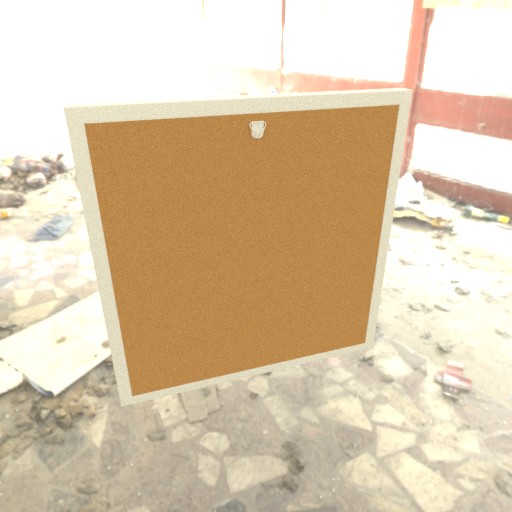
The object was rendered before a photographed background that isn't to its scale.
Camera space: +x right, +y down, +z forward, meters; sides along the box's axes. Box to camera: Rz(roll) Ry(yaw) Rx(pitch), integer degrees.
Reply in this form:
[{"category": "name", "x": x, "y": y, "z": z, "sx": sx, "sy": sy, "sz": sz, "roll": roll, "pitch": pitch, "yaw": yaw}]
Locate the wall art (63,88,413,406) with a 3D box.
[{"category": "wall art", "x": 0.000, "y": 0.000, "z": 1.115, "sx": 0.761, "sy": 0.762, "sz": 0.050, "roll": -9, "pitch": 29, "yaw": -16}]
